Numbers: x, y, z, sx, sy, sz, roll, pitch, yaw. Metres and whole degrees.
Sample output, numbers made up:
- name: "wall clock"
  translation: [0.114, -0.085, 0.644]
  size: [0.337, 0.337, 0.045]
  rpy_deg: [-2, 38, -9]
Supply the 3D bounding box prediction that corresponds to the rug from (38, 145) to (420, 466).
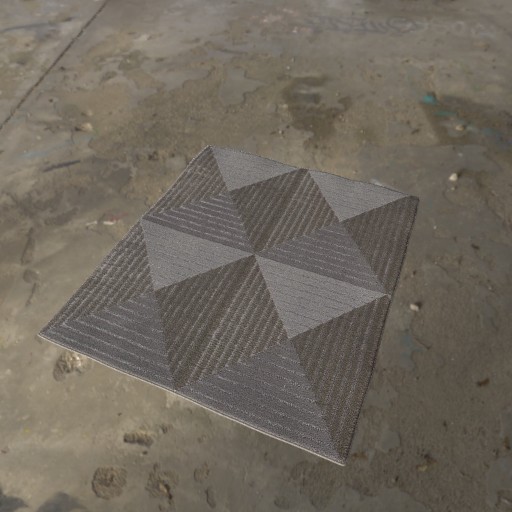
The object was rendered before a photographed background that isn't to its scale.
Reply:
- name: "rug"
  translation: [0.000, 0.000, 0.886]
  size: [0.551, 0.008, 0.642]
  rpy_deg: [17, 49, 16]
